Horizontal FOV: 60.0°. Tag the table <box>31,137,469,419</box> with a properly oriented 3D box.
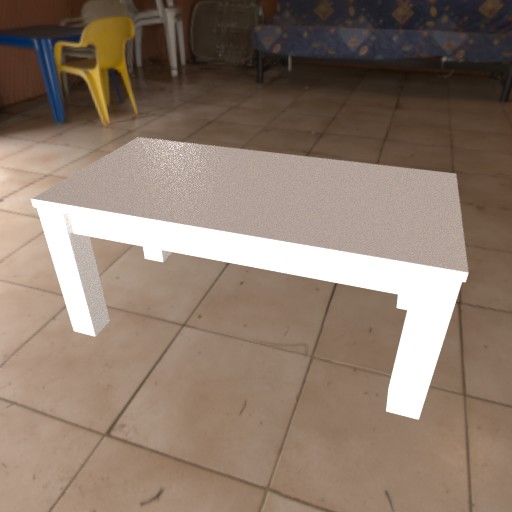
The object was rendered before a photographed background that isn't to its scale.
[{"bbox_3d":[0.000,0.000,2.295,1.800,0.790,0.900,10,34,15],"label":"table"}]
